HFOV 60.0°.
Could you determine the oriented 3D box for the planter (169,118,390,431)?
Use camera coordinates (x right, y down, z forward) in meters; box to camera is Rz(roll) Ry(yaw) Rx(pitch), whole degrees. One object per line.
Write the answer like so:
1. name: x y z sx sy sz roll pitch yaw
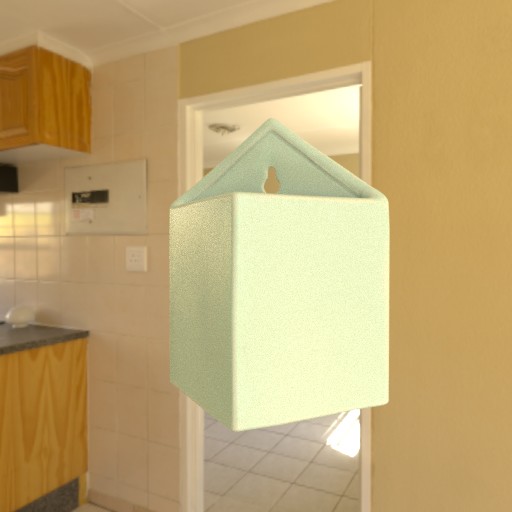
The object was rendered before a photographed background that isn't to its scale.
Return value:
1. planter: 0.000 0.000 0.286 0.164 0.197 0.079 0 1 18
